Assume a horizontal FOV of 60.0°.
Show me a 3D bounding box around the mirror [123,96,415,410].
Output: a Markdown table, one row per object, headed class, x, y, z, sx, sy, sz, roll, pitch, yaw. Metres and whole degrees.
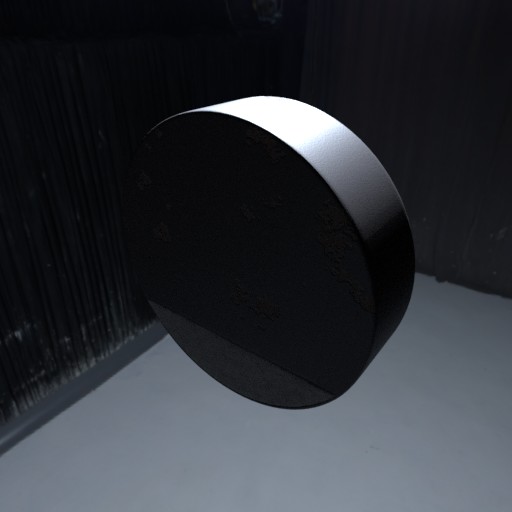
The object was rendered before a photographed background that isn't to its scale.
| class | x | y | z | sx | sy | sz | roll | pitch | yaw |
| --- | --- | --- | --- | --- | --- | --- | --- | --- | --- |
| mirror | 0.000 | 0.000 | 0.581 | 0.386 | 0.386 | 0.126 | 20 | 35 | 32 |
